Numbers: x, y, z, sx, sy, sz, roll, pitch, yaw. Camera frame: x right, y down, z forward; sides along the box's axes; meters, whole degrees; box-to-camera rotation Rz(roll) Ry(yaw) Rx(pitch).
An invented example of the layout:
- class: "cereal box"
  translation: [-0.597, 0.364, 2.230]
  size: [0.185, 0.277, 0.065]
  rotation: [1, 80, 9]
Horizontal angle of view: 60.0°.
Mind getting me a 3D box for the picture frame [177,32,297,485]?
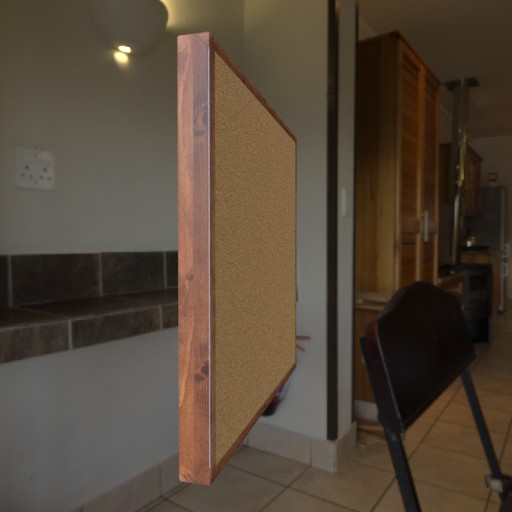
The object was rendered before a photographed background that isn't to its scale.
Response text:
- class: "picture frame"
  translation: [0.000, 0.000, 0.519]
  size: [0.028, 0.356, 0.352]
  rotation: [0, 2, 16]
